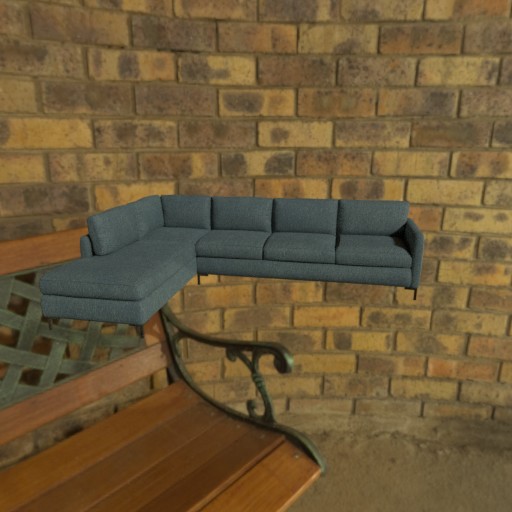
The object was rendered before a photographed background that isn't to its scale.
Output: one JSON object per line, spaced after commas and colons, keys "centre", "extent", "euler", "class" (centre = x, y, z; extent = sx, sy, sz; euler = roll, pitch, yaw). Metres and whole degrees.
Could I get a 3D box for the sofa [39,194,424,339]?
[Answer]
{"centre": [0.000, 0.000, 3.952], "extent": [2.949, 0.815, 2.007], "euler": [3, 16, 11], "class": "sofa"}
